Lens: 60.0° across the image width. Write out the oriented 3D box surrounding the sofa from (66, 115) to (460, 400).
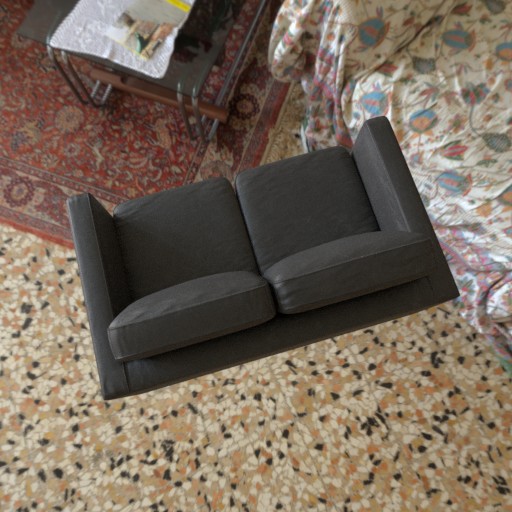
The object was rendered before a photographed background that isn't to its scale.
[{"bbox_3d":[0.000,0.000,2.023,1.430,0.899,0.879,-15,76,-4],"label":"sofa"}]
